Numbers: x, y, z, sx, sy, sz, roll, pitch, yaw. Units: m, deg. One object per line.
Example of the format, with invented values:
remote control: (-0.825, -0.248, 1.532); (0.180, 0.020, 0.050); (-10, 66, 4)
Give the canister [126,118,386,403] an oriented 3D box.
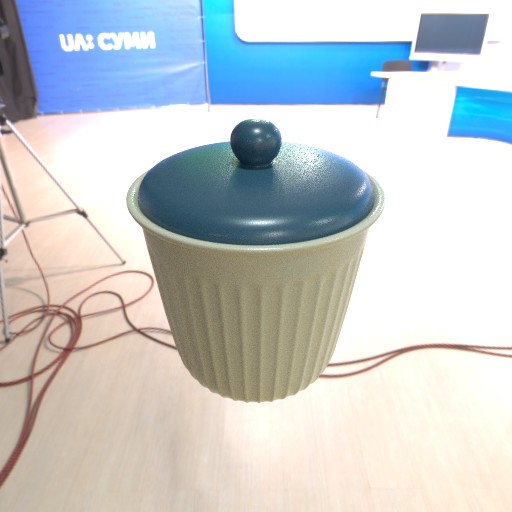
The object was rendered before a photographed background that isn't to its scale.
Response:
canister: (0.000, 0.000, 0.348); (0.181, 0.211, 0.181); (0, 31, 0)
